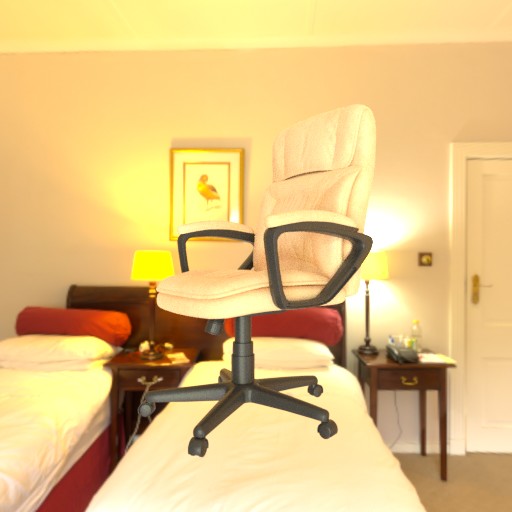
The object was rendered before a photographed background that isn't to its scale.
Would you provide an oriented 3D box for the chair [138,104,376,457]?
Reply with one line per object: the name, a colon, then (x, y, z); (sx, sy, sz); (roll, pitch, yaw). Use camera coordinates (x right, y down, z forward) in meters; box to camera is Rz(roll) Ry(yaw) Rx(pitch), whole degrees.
chair: (0.000, 0.000, 1.569); (0.724, 1.105, 0.667); (0, 1, -35)
